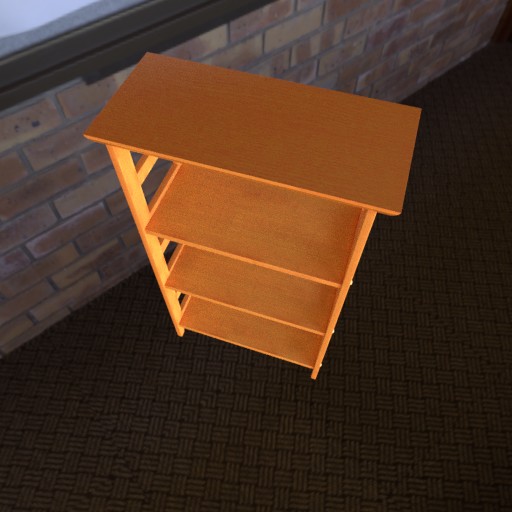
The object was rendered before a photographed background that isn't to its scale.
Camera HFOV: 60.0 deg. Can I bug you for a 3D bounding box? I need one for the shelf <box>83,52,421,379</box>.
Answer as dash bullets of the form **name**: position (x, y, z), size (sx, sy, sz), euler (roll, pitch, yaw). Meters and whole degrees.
- **shelf**: position (0.000, 0.000, 1.395), size (0.660, 1.067, 0.305), euler (16, 59, 10)
